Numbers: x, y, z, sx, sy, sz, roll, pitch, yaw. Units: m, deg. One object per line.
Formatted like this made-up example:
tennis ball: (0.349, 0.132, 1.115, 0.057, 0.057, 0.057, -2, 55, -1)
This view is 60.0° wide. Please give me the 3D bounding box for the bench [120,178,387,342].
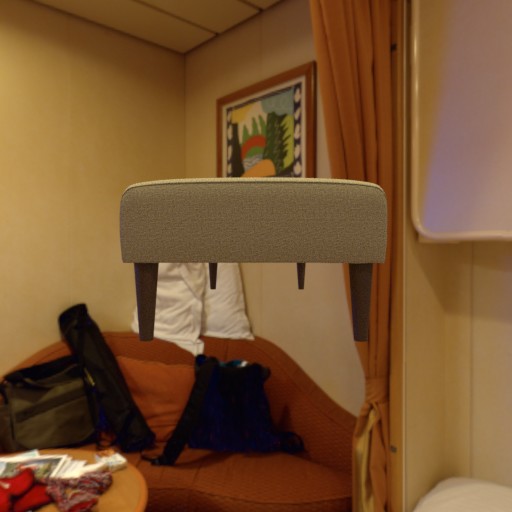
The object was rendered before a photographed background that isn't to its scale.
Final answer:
bench: (0.000, 0.000, 1.807, 0.646, 0.393, 1.609, 0, 0, 0)
